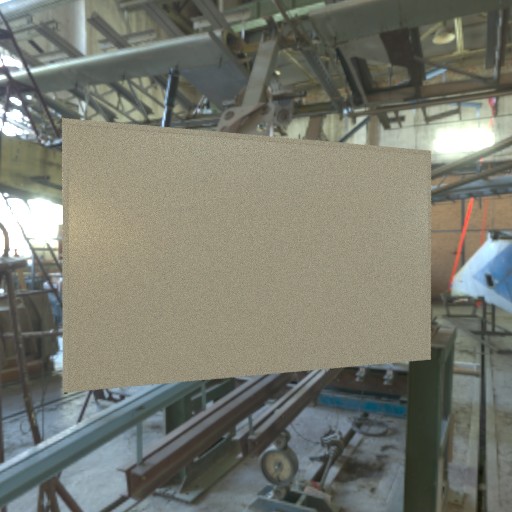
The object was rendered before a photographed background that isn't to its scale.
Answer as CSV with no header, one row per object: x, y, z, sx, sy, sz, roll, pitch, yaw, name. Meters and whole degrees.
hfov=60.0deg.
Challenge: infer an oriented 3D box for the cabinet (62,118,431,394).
0.000,0.000,1.848,1.450,0.900,0.380,0,0,-18,cabinet
